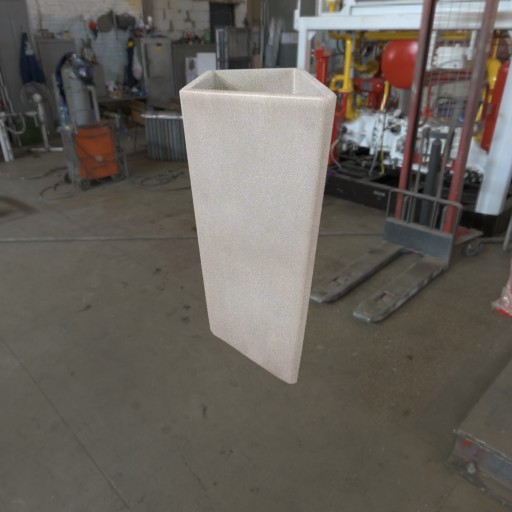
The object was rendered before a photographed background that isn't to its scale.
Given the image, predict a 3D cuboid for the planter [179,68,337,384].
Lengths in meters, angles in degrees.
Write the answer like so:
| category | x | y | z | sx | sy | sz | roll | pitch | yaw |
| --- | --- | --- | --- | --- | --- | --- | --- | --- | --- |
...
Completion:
| category | x | y | z | sx | sy | sz | roll | pitch | yaw |
| --- | --- | --- | --- | --- | --- | --- | --- | --- | --- |
| planter | 0.000 | 0.000 | 0.264 | 0.060 | 0.197 | 0.150 | 0 | 27 | 0 |
